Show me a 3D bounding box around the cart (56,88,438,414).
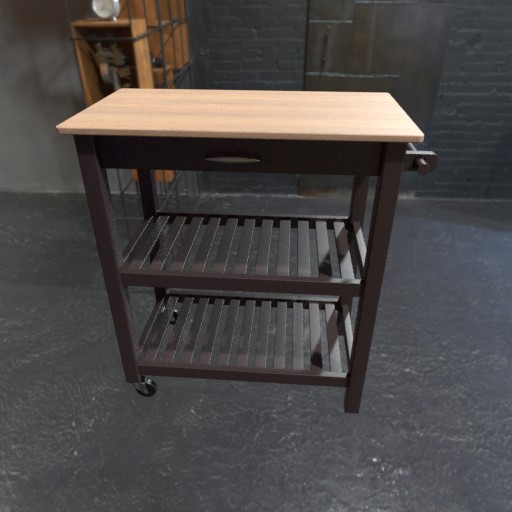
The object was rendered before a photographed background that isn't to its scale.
[{"bbox_3d":[0.000,0.000,1.425,0.899,0.927,0.457,2,31,4],"label":"cart"}]
